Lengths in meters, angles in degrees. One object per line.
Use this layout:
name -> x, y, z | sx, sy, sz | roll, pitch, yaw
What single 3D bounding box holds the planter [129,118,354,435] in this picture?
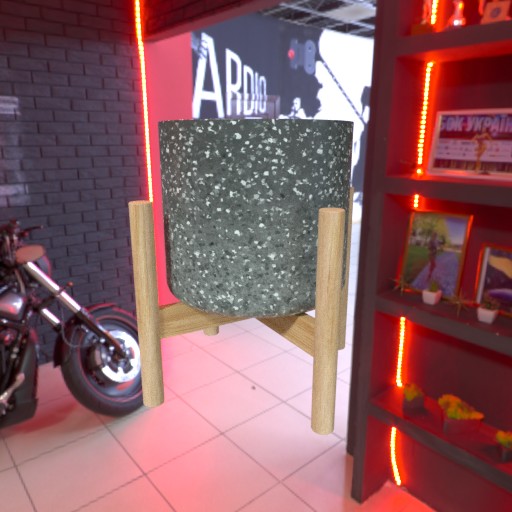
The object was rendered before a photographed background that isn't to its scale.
planter -> 0.000, 0.000, 0.554 | 0.284, 0.320, 0.284 | -2, 15, -8
